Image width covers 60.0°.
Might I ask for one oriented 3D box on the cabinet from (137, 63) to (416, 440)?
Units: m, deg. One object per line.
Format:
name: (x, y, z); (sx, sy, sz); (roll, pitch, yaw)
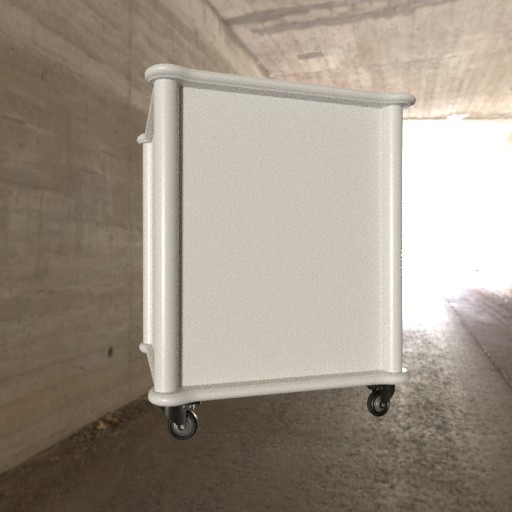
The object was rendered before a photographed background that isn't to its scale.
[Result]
cabinet: (0.000, 0.000, 1.237); (0.627, 0.761, 0.628); (0, 0, -17)
